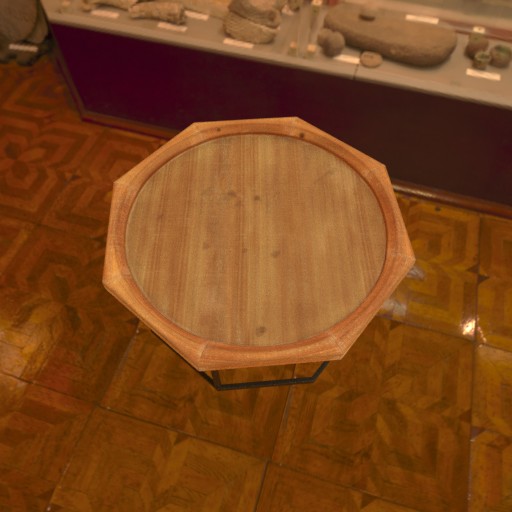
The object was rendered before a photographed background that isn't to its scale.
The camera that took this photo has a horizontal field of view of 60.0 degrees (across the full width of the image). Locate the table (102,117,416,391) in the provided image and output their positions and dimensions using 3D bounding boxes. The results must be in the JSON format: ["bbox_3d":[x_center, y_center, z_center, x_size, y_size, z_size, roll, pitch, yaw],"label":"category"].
[{"bbox_3d":[0.000,0.000,1.589,1.002,0.444,1.002,0,58,0],"label":"table"}]
